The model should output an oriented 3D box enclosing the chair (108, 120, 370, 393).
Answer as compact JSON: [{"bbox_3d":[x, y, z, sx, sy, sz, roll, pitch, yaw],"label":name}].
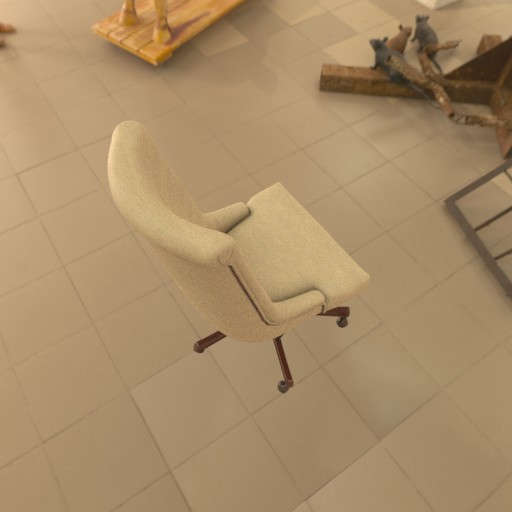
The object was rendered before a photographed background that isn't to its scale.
[{"bbox_3d":[0.000,0.000,1.446,0.696,1.010,0.645,-30,62,-18],"label":"chair"}]
